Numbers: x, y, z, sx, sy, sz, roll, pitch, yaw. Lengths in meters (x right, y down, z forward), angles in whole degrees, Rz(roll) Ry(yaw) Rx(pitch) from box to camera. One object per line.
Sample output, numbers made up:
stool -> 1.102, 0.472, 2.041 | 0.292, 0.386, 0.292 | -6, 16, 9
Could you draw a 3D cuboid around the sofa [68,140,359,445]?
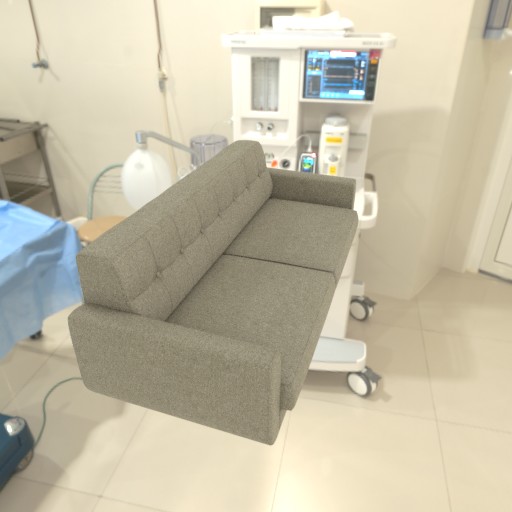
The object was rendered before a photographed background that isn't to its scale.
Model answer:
sofa -> 0.000, 0.000, 2.618 | 0.968, 0.873, 2.055 | 10, 32, 17
